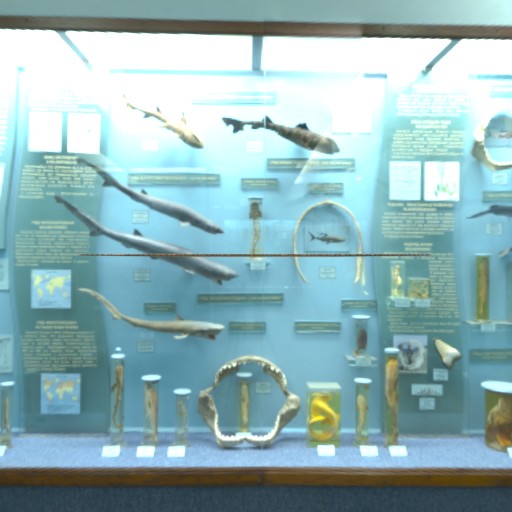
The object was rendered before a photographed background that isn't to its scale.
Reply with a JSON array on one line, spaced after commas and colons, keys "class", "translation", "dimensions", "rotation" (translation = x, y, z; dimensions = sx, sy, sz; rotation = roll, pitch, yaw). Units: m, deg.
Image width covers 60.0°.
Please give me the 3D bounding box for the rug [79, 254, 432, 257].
[{"class": "rug", "translation": [0.000, 0.000, 3.049], "dimensions": [1.521, 0.006, 2.435], "rotation": [0, 0, 1]}]
